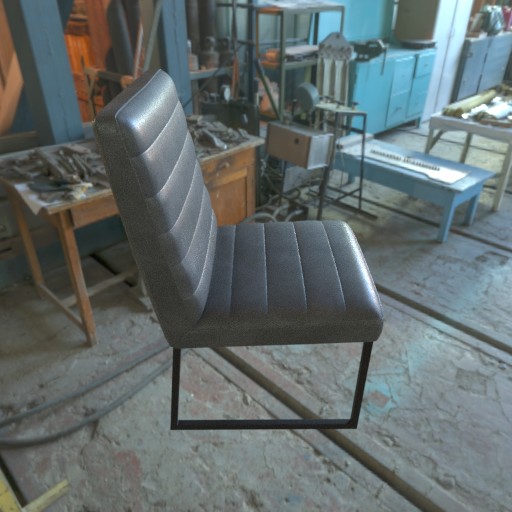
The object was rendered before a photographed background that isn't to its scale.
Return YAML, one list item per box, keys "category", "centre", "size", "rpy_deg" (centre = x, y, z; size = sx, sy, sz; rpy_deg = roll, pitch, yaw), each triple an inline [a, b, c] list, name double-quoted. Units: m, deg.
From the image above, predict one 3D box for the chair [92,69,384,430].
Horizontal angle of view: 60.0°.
- category: "chair"
  centre: [0.000, 0.000, 1.266]
  size: [0.634, 0.930, 0.520]
  rpy_deg: [0, 32, 0]
